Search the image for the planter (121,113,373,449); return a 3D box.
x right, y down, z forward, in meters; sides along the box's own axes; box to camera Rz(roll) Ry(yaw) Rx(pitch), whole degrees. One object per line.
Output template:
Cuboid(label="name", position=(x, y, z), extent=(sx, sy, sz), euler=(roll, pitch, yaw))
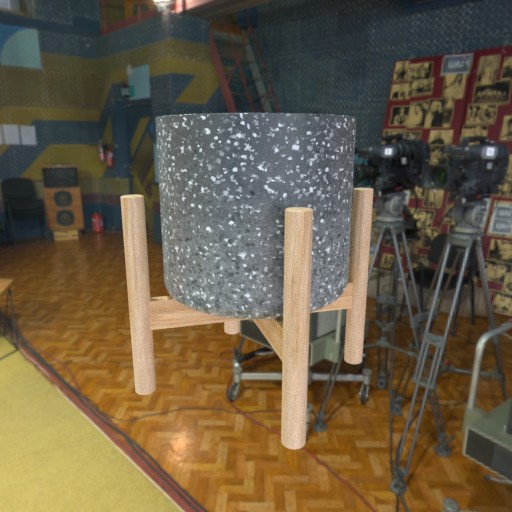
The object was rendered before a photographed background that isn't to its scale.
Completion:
Cuboid(label="planter", position=(0.000, 0.000, 0.541), extent=(0.284, 0.320, 0.284), euler=(2, 15, 7))
